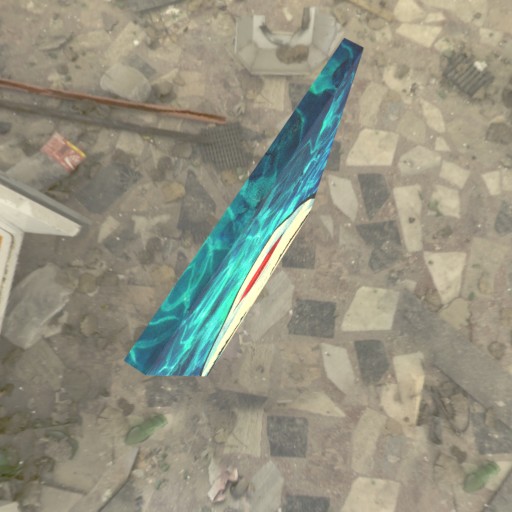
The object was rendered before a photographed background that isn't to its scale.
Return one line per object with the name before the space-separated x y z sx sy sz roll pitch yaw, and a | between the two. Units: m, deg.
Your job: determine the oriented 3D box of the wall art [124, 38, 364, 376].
wall art | 0.000 0.000 1.024 0.038 0.760 0.609 31 77 8
